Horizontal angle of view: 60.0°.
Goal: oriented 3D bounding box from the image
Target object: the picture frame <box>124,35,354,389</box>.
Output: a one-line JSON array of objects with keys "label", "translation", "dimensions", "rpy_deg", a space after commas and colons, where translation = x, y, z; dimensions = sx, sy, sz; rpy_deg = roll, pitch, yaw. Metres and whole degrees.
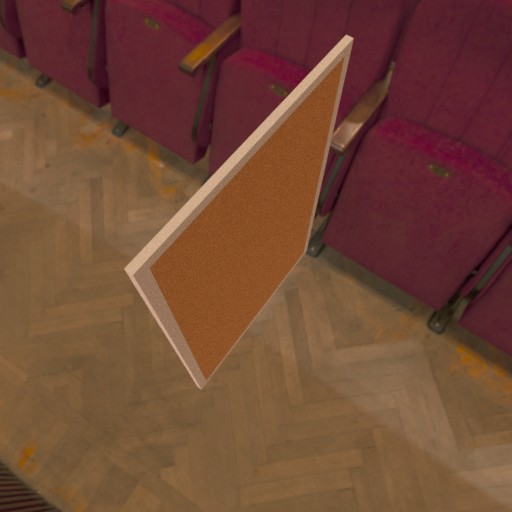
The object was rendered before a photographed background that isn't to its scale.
[{"label": "picture frame", "translation": [0.000, 0.000, 0.842], "dimensions": [0.013, 0.657, 0.457], "rpy_deg": [33, 68, 15]}]
